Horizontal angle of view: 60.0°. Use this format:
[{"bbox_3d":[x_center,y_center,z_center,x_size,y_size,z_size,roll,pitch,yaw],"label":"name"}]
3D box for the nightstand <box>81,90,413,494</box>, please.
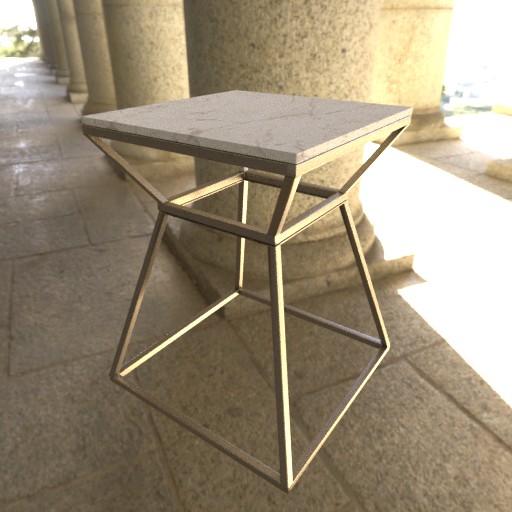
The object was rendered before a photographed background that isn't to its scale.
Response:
[{"bbox_3d":[0.000,0.000,0.881,0.455,0.554,0.455,18,33,31],"label":"nightstand"}]
